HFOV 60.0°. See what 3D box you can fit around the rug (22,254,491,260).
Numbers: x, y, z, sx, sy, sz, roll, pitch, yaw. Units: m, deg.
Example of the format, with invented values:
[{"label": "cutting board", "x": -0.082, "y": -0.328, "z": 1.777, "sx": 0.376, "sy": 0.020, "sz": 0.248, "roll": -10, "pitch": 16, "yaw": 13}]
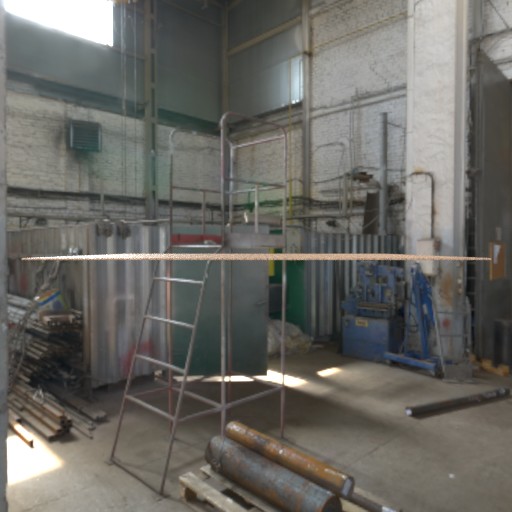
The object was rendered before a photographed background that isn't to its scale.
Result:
[{"label": "rug", "x": 0.000, "y": 0.000, "z": 4.237, "sx": 3.205, "sy": 0.013, "sz": 2.448, "roll": 0, "pitch": 1, "yaw": 0}]
